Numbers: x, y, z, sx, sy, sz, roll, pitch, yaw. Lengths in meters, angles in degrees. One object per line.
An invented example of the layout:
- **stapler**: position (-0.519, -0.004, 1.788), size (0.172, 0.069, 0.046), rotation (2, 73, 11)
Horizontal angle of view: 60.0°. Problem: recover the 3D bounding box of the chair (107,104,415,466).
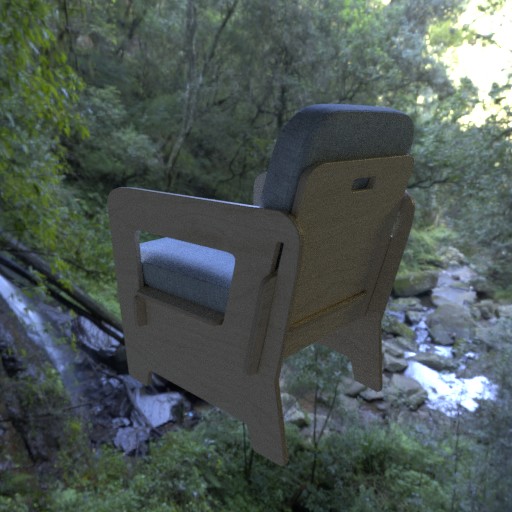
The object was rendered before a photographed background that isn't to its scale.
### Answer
- **chair**: position (0.000, 0.000, 1.265), size (0.590, 0.800, 0.710), rotation (-16, 23, -42)
